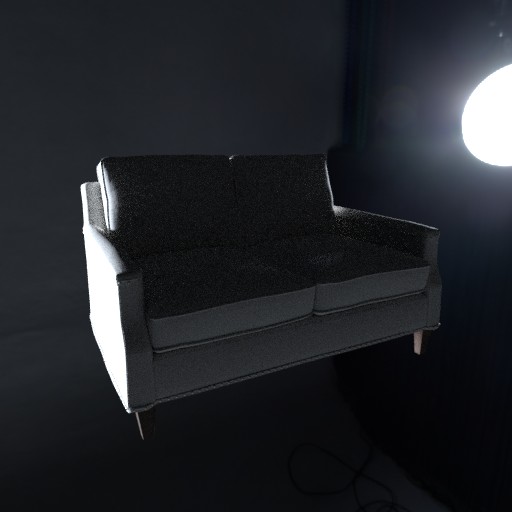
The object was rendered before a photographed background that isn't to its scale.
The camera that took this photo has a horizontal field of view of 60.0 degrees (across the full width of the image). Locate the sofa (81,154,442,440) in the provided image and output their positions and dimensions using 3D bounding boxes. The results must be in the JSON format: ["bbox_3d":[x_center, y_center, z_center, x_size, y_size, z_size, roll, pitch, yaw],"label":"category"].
[{"bbox_3d":[0.000,0.000,2.277,1.597,1.003,1.084,-8,17,-27],"label":"sofa"}]
